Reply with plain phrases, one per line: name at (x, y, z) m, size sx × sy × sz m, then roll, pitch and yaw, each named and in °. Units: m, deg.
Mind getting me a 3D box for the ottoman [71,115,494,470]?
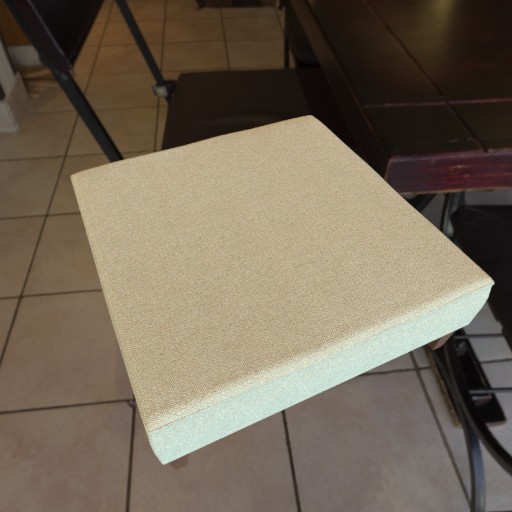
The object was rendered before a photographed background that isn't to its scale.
ottoman at (0.000, 0.000, 1.471) m, size 0.968 × 0.379 × 1.004 m, roll -19°, pitch 49°, yaw -17°
